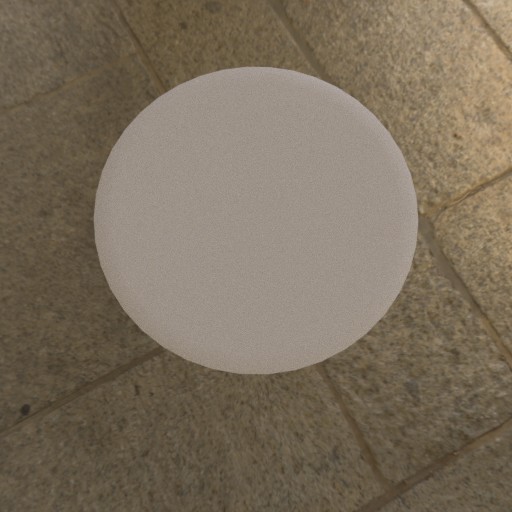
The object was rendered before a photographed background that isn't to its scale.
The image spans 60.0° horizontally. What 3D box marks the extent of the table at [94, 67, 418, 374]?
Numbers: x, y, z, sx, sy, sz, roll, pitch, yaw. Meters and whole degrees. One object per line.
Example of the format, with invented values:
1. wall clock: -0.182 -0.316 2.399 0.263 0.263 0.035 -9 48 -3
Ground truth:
1. table: 0.000 0.000 1.019 0.513 0.653 0.513 0 76 0
